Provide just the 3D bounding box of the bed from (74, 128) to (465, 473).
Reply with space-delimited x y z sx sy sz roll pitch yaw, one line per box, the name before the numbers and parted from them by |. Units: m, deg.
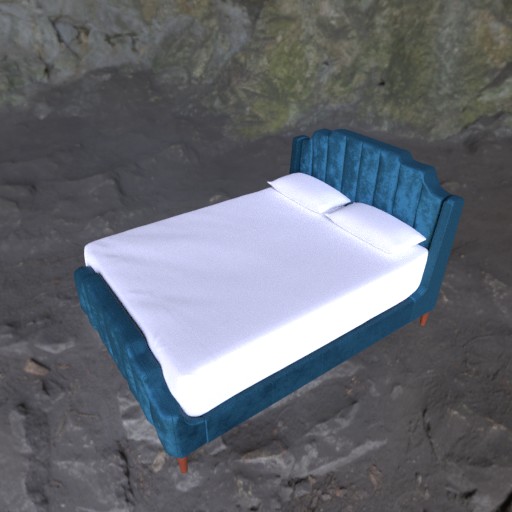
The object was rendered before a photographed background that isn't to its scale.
bed | 0.000 0.000 3.272 2.322 1.338 1.678 -21 39 -29
